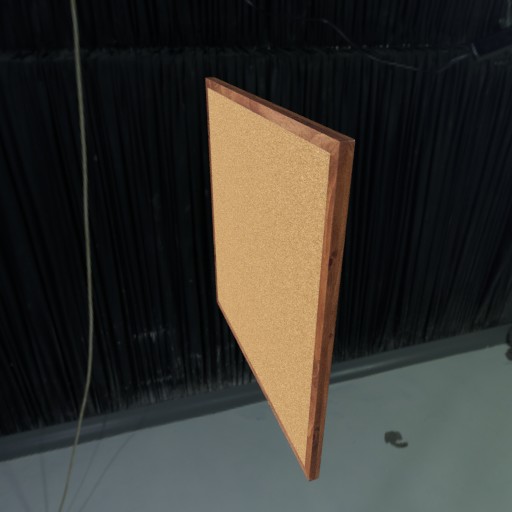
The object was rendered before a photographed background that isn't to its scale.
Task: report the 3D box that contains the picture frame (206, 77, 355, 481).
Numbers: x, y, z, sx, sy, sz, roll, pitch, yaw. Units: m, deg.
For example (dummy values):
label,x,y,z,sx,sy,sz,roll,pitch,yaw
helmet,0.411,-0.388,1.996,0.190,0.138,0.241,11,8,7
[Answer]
label,x,y,z,sx,sy,sz,roll,pitch,yaw
picture frame,0.000,0.000,1.205,0.029,0.817,0.810,-10,30,-18
